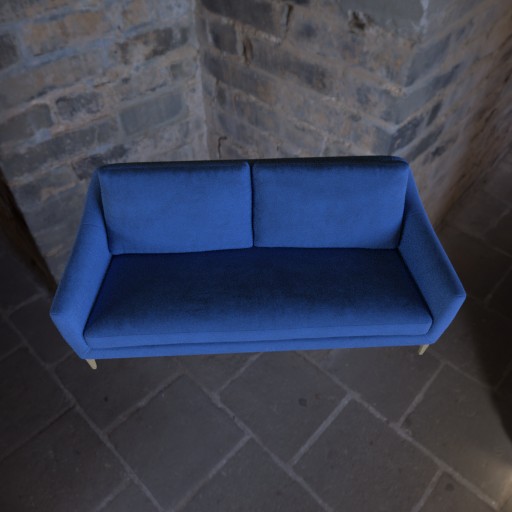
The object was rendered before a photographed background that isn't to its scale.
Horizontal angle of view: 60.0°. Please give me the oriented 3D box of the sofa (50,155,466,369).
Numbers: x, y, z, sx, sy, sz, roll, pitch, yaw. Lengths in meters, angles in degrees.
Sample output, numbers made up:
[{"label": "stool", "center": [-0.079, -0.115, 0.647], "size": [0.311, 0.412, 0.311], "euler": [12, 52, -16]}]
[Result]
[{"label": "sofa", "center": [0.000, 0.000, 2.558], "size": [2.036, 0.903, 0.960], "euler": [-2, 47, -2]}]
